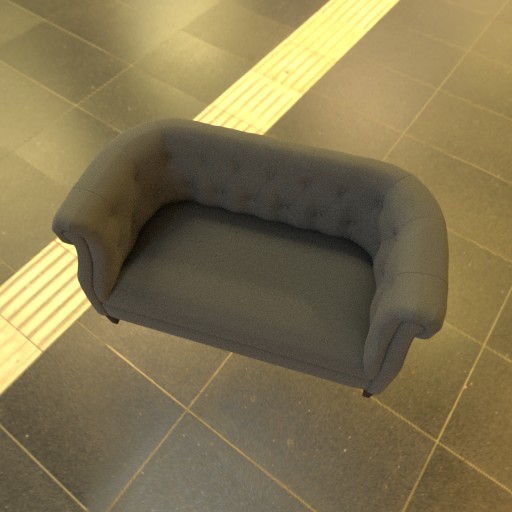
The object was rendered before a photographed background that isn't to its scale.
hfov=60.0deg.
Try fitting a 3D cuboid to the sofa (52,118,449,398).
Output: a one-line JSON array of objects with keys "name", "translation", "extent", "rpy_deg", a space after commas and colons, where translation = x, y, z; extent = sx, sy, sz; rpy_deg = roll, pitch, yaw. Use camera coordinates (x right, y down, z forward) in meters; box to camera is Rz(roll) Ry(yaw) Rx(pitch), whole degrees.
[{"name": "sofa", "translation": [0.000, 0.000, 2.096], "extent": [1.558, 0.827, 0.835], "rpy_deg": [14, 60, 8]}]
